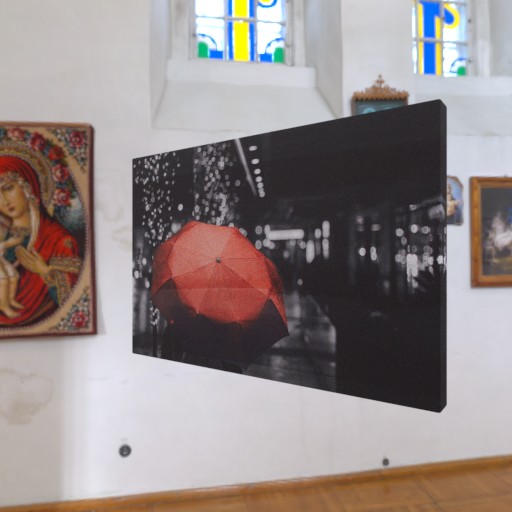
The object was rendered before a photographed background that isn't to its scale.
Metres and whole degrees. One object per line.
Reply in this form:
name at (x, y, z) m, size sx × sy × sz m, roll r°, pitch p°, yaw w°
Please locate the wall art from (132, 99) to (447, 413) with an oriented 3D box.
wall art at (0.000, 0.000, 0.762) m, size 0.609 × 0.406 × 0.037 m, roll 0°, pitch 0°, yaw 35°
